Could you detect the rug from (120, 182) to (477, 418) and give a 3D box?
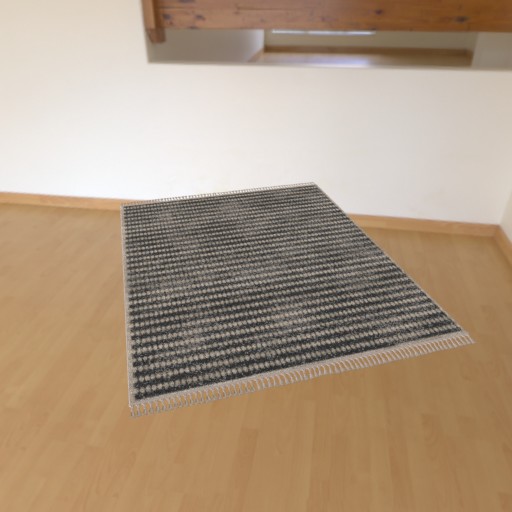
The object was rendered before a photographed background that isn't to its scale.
[{"bbox_3d":[0.000,0.000,3.887,2.256,0.013,2.910,-8,33,-13],"label":"rug"}]
